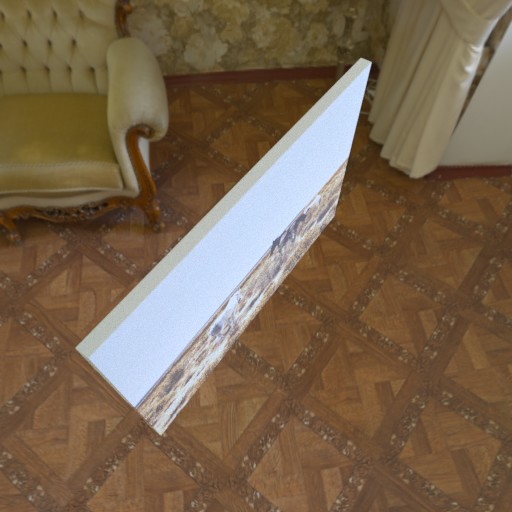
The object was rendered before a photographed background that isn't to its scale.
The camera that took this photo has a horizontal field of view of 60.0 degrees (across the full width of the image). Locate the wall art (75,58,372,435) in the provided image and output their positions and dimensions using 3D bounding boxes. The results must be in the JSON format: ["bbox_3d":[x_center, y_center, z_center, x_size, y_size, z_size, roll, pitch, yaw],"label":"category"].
[{"bbox_3d":[0.000,0.000,1.889,0.051,1.016,1.520,31,63,18],"label":"wall art"}]
